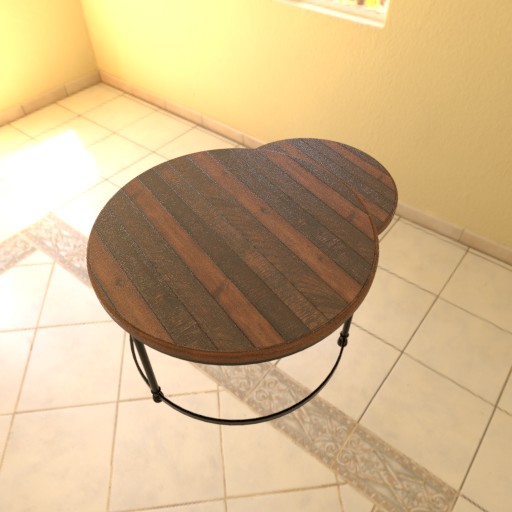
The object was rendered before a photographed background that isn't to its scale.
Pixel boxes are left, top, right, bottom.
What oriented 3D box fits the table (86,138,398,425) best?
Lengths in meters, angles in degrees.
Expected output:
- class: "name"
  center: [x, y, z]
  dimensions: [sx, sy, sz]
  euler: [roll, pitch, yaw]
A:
- class: "table"
  center: [0.000, 0.000, 1.614]
  dimensions: [0.870, 0.516, 1.152]
  euler: [22, 51, 19]
